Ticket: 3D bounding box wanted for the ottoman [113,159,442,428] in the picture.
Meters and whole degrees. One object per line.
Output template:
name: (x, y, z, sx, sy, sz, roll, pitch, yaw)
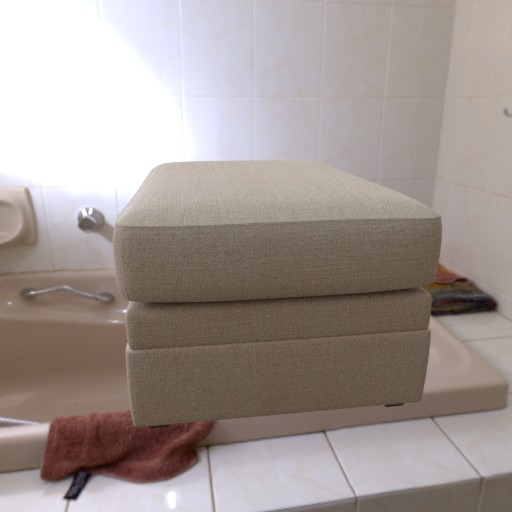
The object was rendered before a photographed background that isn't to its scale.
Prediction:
ottoman: (0.000, 0.000, 1.246, 0.637, 0.478, 0.885, -2, 18, -7)
